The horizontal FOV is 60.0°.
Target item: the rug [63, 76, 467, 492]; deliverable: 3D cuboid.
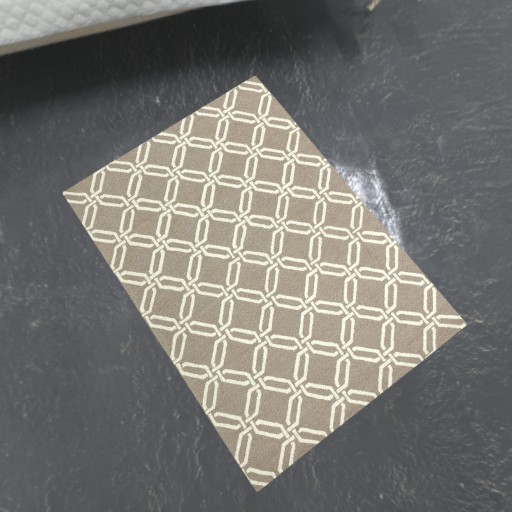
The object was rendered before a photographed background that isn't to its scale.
[{"bbox_3d":[0.000,0.000,4.353,2.441,0.020,3.419,-35,77,-9],"label":"rug"}]
